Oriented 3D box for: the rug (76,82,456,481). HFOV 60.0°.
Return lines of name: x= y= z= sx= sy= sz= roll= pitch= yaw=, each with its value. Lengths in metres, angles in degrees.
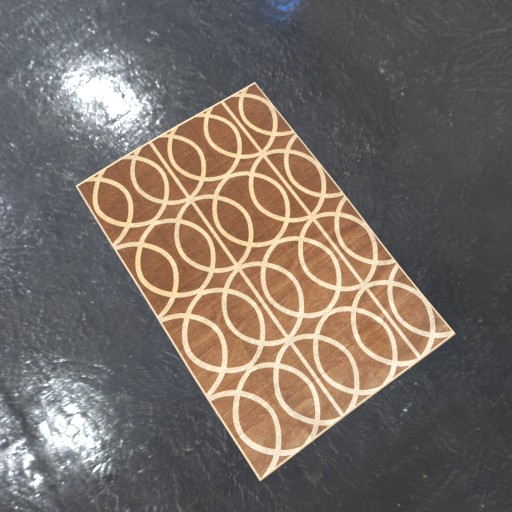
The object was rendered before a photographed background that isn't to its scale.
rug: x=0.000 y=0.000 z=2.970 sx=1.528 sy=0.014 sz=2.294 roll=-33 pitch=77 yaw=-9
